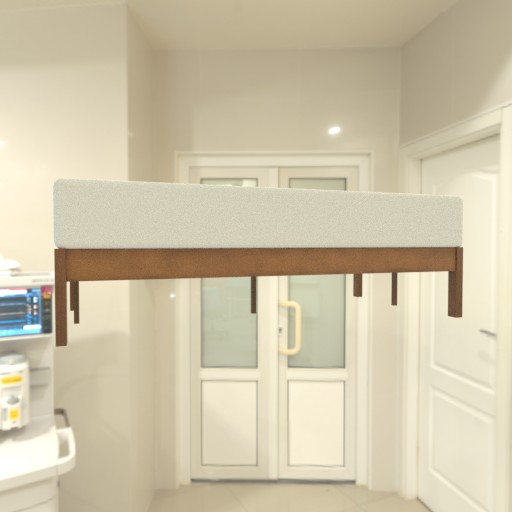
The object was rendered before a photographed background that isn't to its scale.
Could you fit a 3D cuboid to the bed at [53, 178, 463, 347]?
[{"bbox_3d":[0.000,0.000,2.379,1.902,0.616,0.961,-1,2,-20],"label":"bed"}]
